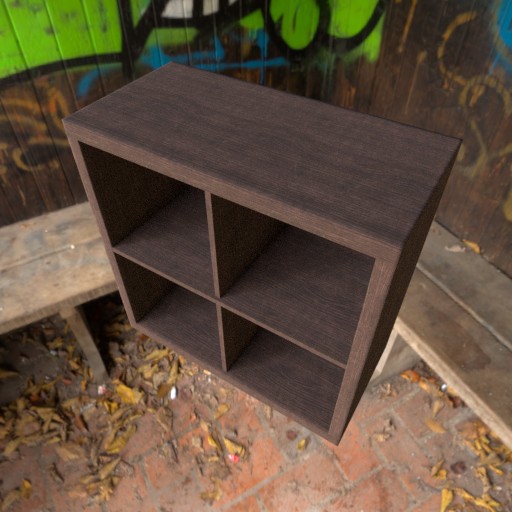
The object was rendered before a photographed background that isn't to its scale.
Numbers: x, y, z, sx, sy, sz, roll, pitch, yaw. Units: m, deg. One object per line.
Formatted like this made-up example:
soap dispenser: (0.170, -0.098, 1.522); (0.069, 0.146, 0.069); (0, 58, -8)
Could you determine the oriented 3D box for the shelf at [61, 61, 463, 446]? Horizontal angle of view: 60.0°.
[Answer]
shelf: (0.000, 0.000, 1.247); (0.790, 0.786, 0.390); (24, 50, 22)
